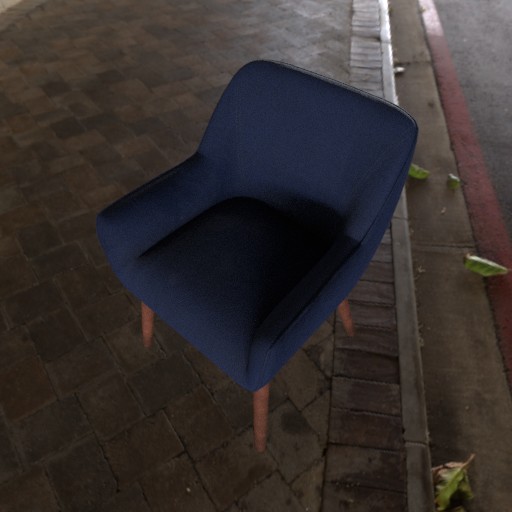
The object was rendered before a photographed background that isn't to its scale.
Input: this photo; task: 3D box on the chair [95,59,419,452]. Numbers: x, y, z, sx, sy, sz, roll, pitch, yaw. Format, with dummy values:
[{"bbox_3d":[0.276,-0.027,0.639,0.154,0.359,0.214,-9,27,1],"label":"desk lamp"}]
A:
[{"bbox_3d":[0.000,0.000,1.242,0.600,0.820,0.600,33,55,27],"label":"chair"}]
